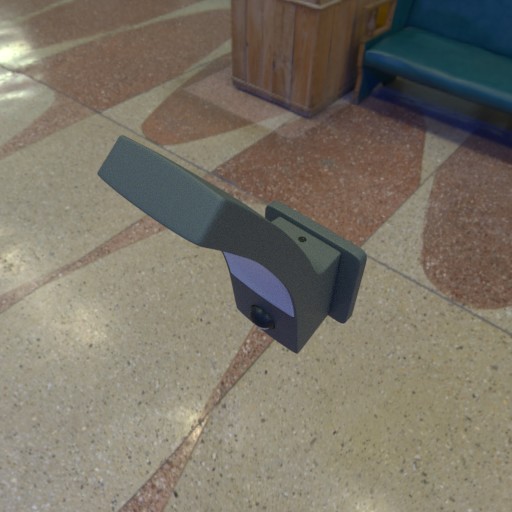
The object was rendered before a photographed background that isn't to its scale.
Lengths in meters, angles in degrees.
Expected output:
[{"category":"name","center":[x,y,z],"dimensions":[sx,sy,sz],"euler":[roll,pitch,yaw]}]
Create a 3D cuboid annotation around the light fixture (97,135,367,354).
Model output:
[{"category":"light fixture","center":[0.000,0.000,0.342],"dimensions":[0.108,0.243,0.174],"euler":[34,56,27]}]
